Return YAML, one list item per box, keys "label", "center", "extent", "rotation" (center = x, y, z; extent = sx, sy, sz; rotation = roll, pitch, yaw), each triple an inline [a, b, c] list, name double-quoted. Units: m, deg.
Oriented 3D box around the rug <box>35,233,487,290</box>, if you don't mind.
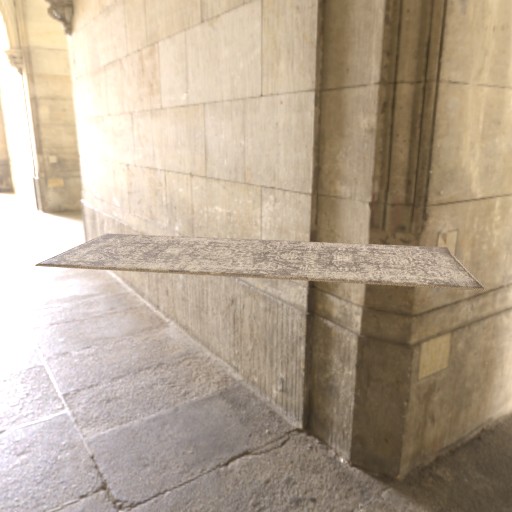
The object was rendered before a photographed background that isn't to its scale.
- label: "rug"
  center: [0.000, 0.000, 2.755]
  extent: [2.452, 0.017, 0.855]
  rotation: [3, 16, 9]
